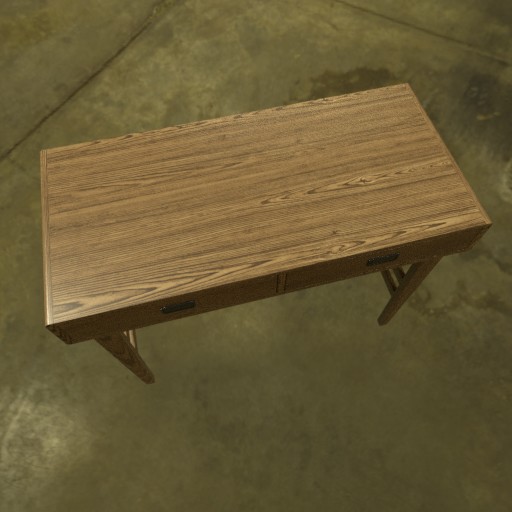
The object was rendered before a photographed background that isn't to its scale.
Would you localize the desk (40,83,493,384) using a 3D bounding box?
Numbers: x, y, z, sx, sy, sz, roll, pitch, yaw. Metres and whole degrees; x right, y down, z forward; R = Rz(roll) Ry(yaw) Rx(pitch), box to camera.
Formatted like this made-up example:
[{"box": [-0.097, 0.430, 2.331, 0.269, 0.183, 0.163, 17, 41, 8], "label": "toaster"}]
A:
[{"box": [0.000, 0.000, 1.458, 1.067, 0.755, 0.508, -13, 62, -7], "label": "desk"}]
